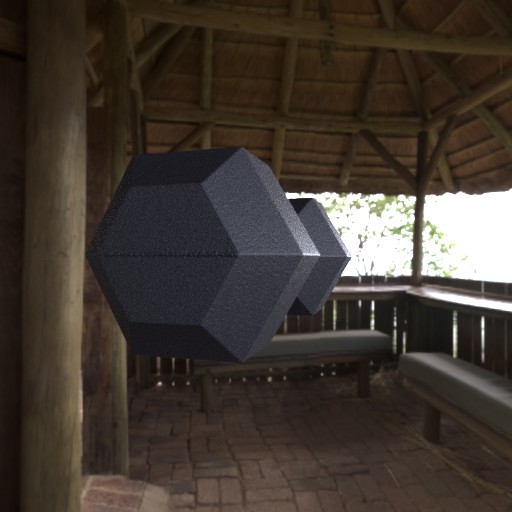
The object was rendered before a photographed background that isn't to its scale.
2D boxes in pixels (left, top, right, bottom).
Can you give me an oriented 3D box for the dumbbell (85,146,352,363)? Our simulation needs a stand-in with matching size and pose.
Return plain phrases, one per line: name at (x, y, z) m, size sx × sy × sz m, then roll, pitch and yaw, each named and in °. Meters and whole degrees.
dumbbell at (0.000, 0.000, 0.437) m, size 0.157 × 0.137 × 0.361 m, roll 0°, pitch 0°, yaw 18°
